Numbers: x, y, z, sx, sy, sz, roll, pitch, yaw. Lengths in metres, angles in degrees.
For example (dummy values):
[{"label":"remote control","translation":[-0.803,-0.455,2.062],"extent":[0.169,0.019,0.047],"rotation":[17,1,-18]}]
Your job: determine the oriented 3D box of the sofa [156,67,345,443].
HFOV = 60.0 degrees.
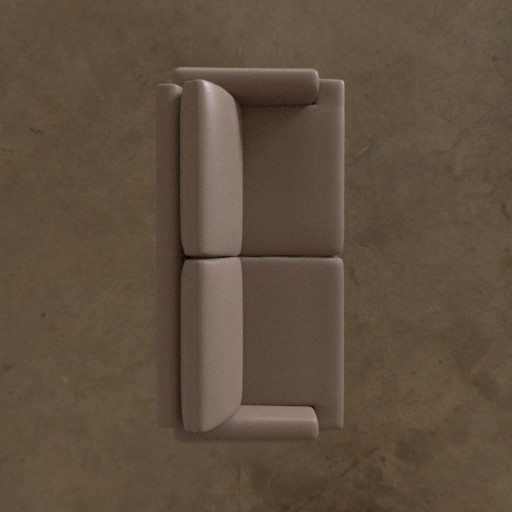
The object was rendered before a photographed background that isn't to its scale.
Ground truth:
[{"label":"sofa","translation":[0.000,0.000,2.400],"extent":[0.974,0.765,1.940],"rotation":[0,91,-1]}]
